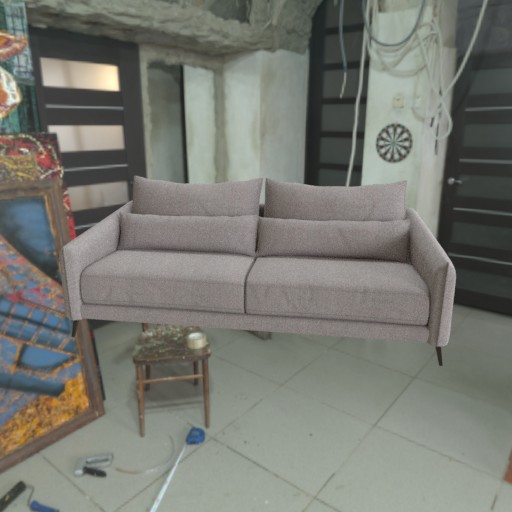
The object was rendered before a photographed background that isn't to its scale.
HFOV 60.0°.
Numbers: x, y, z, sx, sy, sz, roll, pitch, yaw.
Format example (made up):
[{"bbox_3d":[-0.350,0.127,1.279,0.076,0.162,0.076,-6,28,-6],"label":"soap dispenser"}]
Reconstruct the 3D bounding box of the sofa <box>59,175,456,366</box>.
[{"bbox_3d":[0.000,0.000,2.569,2.022,0.833,0.809,3,17,9],"label":"sofa"}]
